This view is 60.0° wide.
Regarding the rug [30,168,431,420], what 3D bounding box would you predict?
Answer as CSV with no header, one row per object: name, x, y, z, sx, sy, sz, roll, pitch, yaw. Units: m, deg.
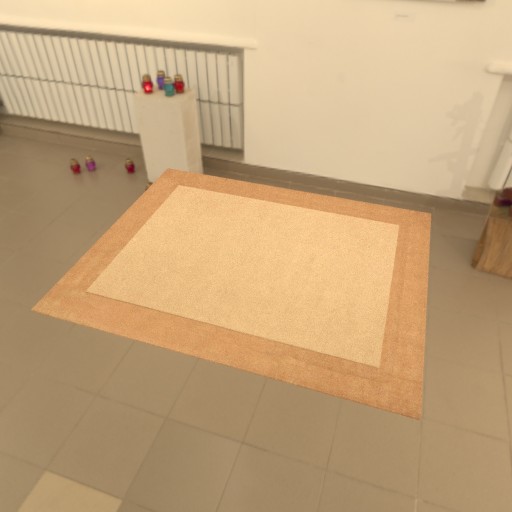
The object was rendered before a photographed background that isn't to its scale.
rug,0.000,0.000,4.110,3.048,0.014,2.438,12,42,14
